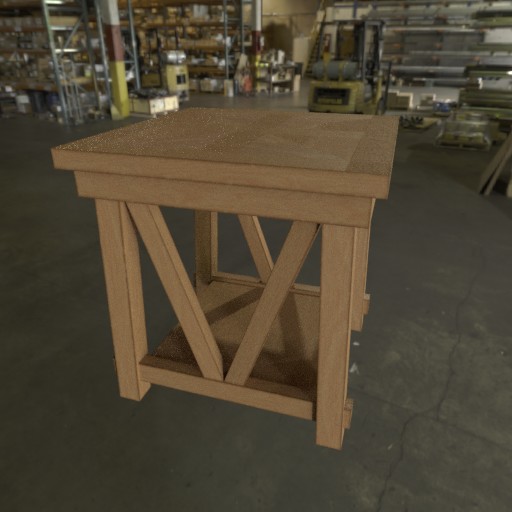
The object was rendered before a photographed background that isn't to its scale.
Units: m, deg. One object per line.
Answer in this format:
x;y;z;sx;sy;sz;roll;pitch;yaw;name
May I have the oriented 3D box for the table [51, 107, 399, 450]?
0.000;0.000;1.144;0.612;0.638;0.610;8;27;16;table
